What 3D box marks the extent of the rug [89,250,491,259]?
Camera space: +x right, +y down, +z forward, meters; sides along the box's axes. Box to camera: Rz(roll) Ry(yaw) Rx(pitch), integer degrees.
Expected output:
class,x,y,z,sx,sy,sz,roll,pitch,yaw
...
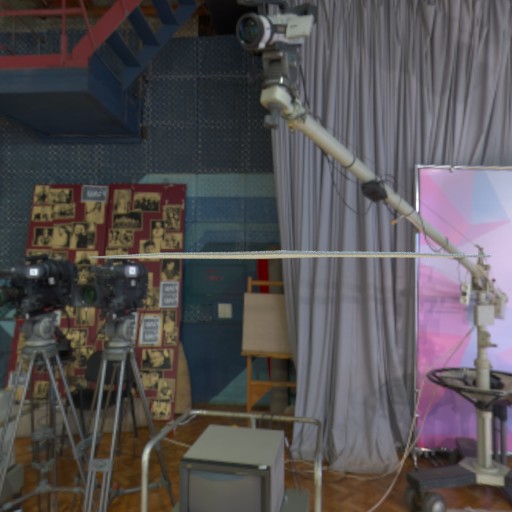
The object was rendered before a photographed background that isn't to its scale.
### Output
class,x,y,z,sx,sy,sz,roll,pitch,yaw
rug,0.000,0.000,2.301,1.174,0.022,1.853,1,-1,-36
